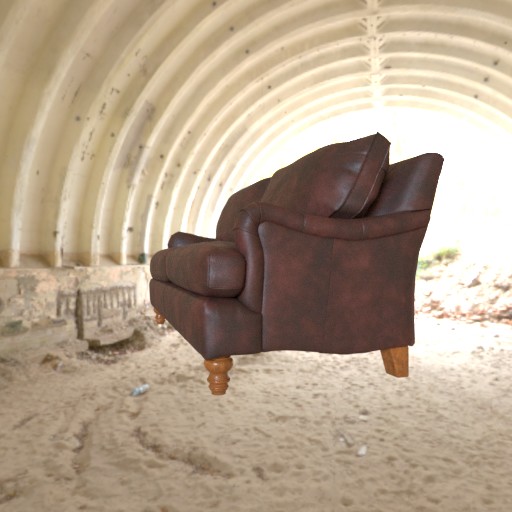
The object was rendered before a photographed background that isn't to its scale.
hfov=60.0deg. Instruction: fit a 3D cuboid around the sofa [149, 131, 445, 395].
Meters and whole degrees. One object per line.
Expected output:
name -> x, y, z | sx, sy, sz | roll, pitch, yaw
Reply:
sofa -> 0.000, 0.000, 2.777 | 1.147, 1.071, 2.144 | 0, 0, -19
